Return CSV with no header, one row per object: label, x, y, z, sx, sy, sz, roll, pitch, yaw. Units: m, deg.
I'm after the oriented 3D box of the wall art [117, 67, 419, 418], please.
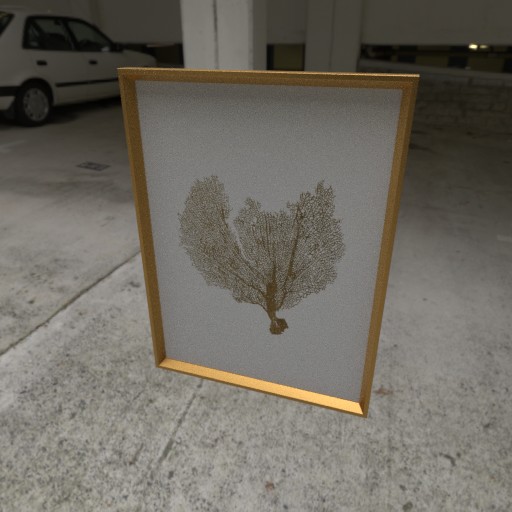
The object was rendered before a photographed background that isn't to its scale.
wall art,0.000,0.000,1.052,0.610,0.812,0.038,9,28,17
